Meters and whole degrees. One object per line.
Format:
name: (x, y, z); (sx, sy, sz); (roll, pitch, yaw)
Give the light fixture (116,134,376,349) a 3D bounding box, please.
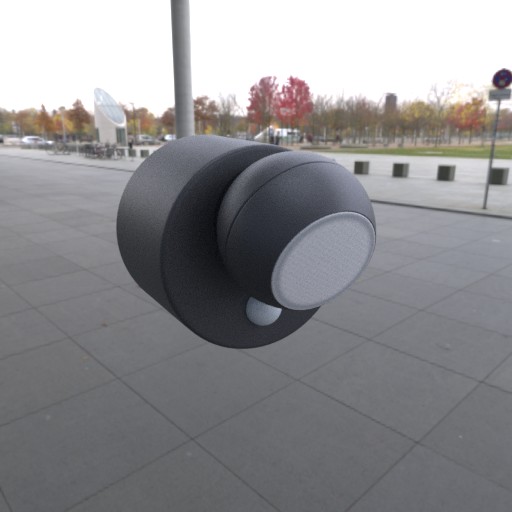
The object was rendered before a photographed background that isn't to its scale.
light fixture: (0.000, 0.000, 0.271); (0.134, 0.143, 0.160); (-8, 17, -27)
